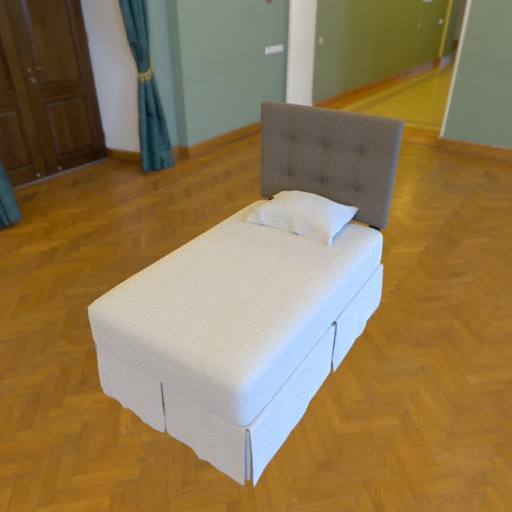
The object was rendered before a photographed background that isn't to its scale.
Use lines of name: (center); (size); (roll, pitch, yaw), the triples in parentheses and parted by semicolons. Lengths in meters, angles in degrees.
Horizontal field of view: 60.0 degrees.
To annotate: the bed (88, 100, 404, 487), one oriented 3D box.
bed: (0.000, 0.000, 2.986); (1.261, 1.571, 1.997); (19, 36, 29)
